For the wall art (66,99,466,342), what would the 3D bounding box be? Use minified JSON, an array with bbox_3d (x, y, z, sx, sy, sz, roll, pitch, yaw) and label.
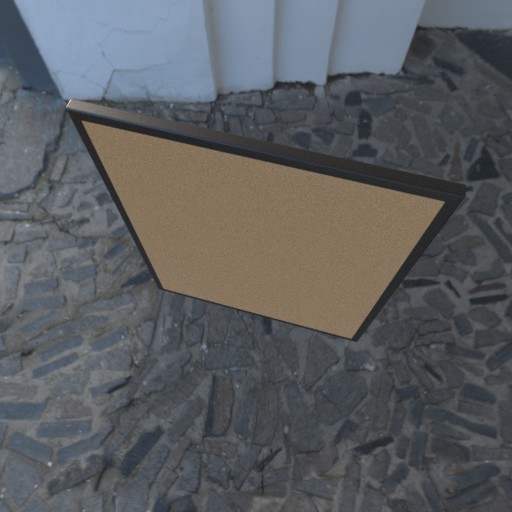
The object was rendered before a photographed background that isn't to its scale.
[{"bbox_3d":[0.000,0.000,0.777,0.481,0.582,0.018,14,64,7],"label":"wall art"}]
